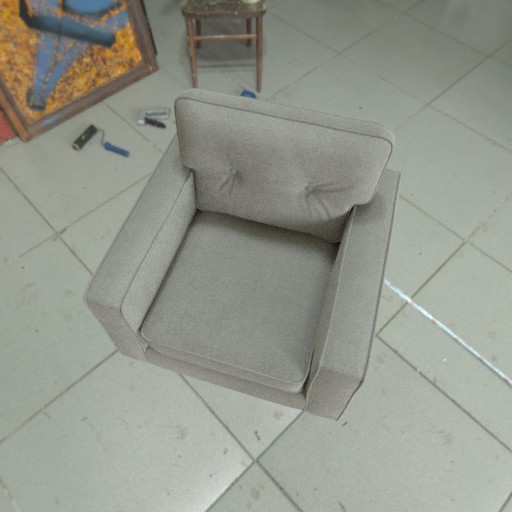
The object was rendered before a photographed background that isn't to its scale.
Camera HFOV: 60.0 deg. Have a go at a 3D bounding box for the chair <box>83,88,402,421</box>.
[{"bbox_3d":[0.000,0.000,1.817,1.015,0.965,0.939,14,59,9],"label":"chair"}]
